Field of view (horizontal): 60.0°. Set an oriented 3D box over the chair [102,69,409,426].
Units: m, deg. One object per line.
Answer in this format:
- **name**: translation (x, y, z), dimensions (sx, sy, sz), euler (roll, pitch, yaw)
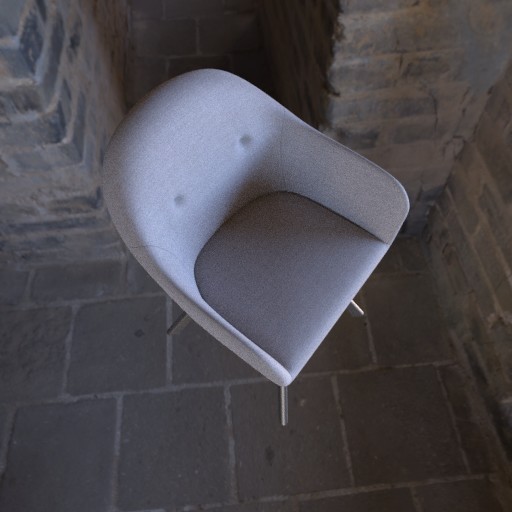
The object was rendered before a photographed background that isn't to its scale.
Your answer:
- **chair**: translation (0.000, 0.000, 1.156), dimensions (0.570, 0.780, 0.540), euler (33, 65, 18)
